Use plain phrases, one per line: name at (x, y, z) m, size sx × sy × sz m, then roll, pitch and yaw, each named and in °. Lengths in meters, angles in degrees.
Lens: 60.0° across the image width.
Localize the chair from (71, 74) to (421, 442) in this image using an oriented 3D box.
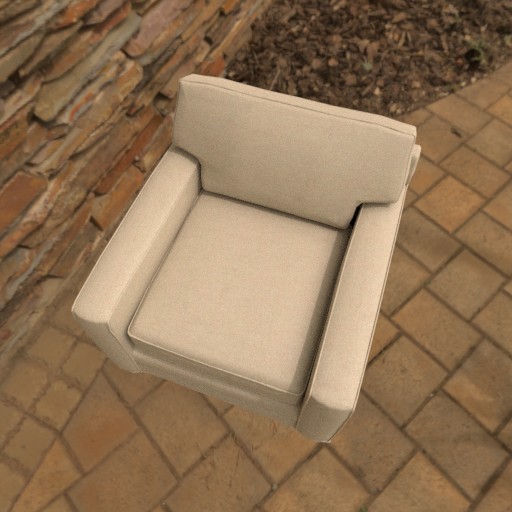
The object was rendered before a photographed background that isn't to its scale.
chair at (0.000, 0.000, 1.779) m, size 0.998 × 0.913 × 1.043 m, roll 17°, pitch 60°, yaw 10°
